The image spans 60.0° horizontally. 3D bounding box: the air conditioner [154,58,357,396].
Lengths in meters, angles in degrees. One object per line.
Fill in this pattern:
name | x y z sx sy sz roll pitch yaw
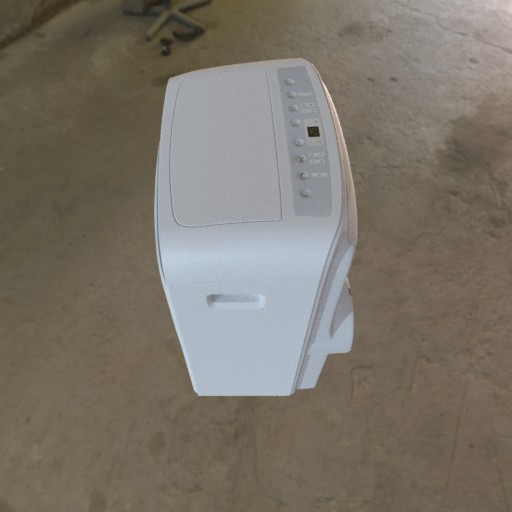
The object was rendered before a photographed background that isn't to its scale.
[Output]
air conditioner | 0.000 0.000 0.949 0.365 0.700 0.454 -3 59 -2
